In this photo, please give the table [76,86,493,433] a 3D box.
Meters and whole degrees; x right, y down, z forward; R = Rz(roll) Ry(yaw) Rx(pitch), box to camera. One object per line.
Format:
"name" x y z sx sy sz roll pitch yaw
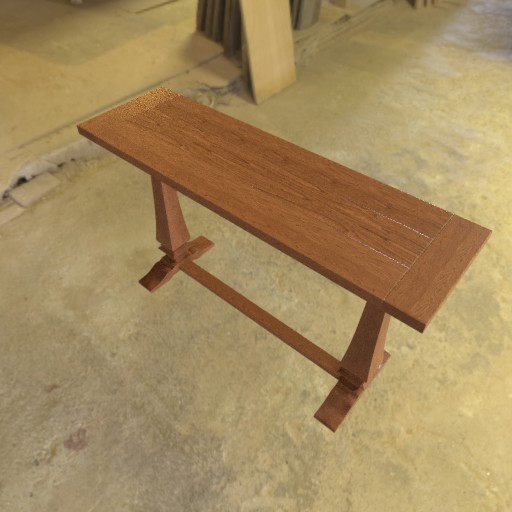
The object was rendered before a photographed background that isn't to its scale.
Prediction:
"table" 0.000 0.000 1.841 1.478 0.852 0.461 31 53 27
